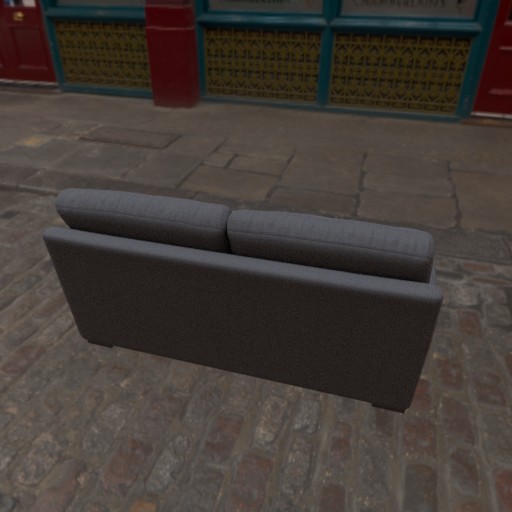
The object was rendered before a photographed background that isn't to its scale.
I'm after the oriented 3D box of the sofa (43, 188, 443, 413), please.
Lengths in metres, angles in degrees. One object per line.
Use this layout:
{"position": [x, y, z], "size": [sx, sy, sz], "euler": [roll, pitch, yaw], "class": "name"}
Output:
{"position": [0.000, 0.000, 2.501], "size": [1.880, 0.940, 1.143], "euler": [9, 32, 14], "class": "sofa"}
